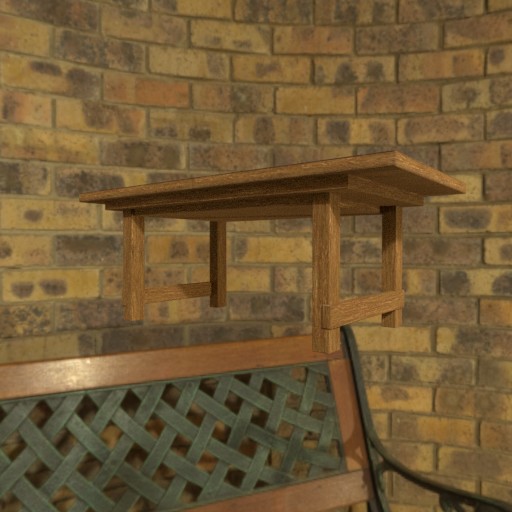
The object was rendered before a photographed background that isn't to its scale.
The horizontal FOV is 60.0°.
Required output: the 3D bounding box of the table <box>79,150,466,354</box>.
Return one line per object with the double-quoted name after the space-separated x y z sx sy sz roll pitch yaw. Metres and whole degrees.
0.000 0.000 2.515 1.982 0.762 1.000 1 1 38 "table"
